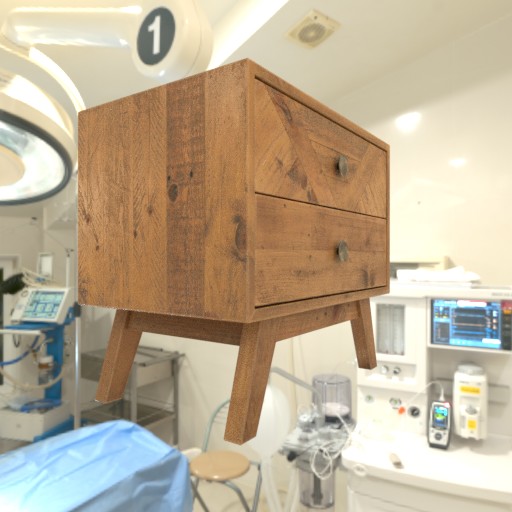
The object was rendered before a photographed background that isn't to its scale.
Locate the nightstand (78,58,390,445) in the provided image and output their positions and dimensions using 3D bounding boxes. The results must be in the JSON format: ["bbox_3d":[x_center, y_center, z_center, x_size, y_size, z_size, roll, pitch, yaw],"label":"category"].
[{"bbox_3d":[0.000,0.000,1.056,0.450,0.599,0.650,0,0,35],"label":"nightstand"}]
